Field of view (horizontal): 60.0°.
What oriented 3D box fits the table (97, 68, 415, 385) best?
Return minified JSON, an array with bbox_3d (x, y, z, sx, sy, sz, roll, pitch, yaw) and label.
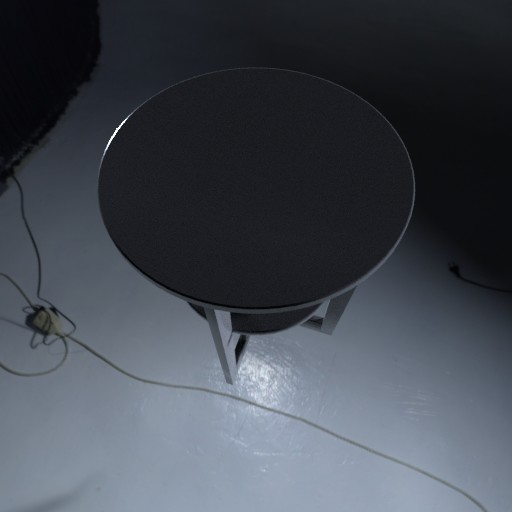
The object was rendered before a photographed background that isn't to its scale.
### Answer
[{"bbox_3d":[0.000,0.000,0.941,0.500,0.550,0.500,0,58,0],"label":"table"}]
